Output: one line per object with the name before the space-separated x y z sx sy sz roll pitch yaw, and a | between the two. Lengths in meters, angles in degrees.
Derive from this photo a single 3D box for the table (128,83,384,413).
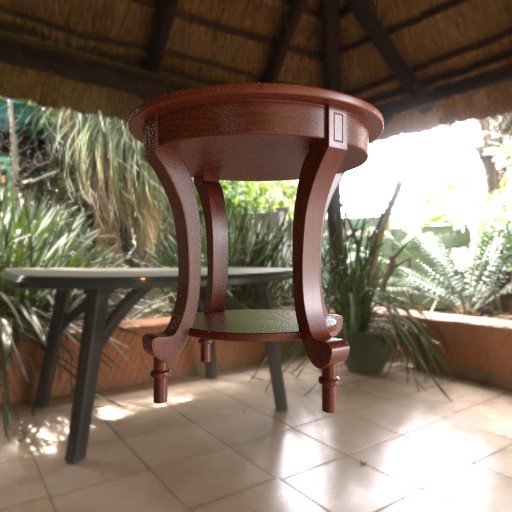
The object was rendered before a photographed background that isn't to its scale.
table | 0.000 0.000 1.078 0.597 0.612 0.597 0 0 0
